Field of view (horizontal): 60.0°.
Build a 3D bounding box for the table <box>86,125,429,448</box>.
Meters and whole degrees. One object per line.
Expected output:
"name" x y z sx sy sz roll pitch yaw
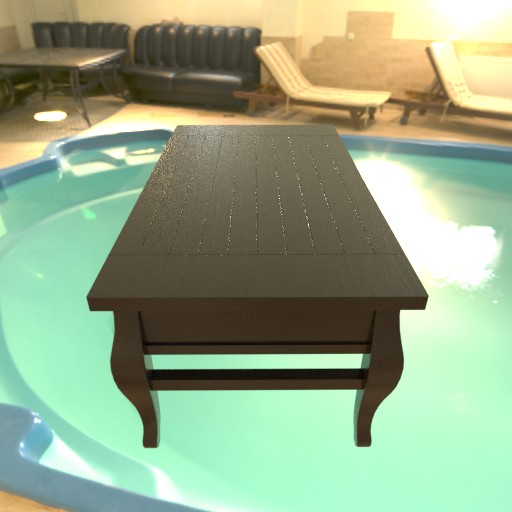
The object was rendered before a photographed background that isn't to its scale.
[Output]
"table" 0.000 0.000 1.334 0.600 0.494 1.062 0 32 0
